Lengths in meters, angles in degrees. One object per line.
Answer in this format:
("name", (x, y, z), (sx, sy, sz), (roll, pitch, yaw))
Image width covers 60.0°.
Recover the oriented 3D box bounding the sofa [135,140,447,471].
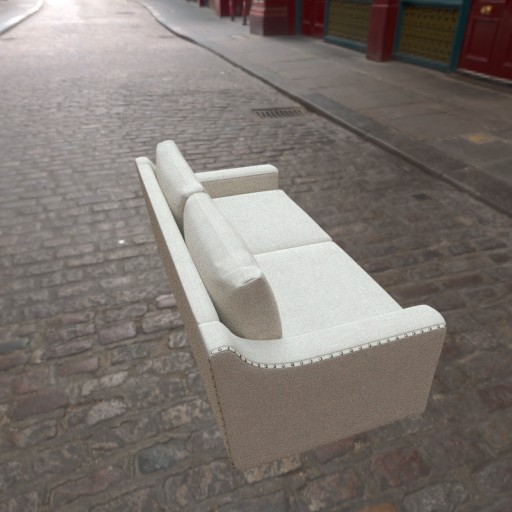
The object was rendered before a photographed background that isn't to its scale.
("sofa", (0.000, 0.000, 2.677), (1.104, 0.983, 2.107), (-11, 33, -17))
